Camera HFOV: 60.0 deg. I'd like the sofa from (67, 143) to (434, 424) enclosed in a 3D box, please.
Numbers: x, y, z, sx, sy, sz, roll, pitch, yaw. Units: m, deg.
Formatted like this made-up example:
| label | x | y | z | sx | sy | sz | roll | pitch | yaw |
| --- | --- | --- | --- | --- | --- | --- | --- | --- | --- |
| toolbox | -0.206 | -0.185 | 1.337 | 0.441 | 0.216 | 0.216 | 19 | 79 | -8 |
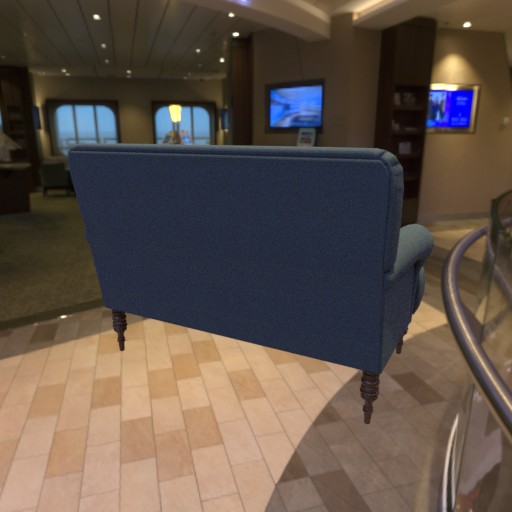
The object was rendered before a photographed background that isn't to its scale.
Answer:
| label | x | y | z | sx | sy | sz | roll | pitch | yaw |
| --- | --- | --- | --- | --- | --- | --- | --- | --- | --- |
| sofa | 0.000 | 0.000 | 1.790 | 1.297 | 0.889 | 0.779 | 8 | 18 | 27 |
